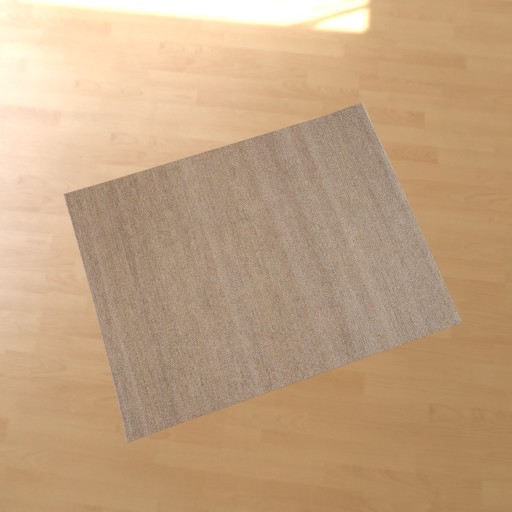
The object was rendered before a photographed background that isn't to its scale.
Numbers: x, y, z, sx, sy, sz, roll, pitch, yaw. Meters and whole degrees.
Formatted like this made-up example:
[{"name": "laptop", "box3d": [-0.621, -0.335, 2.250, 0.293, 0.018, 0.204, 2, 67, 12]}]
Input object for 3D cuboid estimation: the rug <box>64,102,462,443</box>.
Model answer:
[{"name": "rug", "box3d": [0.000, 0.000, 4.283, 3.245, 0.046, 2.467, -18, 76, -5]}]
